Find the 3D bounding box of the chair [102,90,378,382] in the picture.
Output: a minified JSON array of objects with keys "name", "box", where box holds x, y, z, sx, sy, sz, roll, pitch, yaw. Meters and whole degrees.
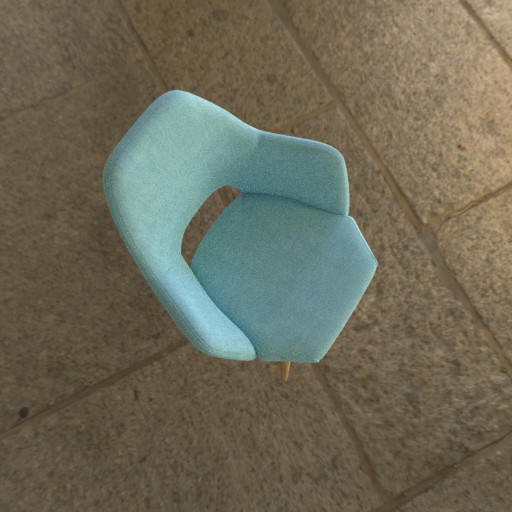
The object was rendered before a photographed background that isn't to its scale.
[{"name":"chair","box":[0.000,0.000,1.255,0.610,0.840,0.590,33,78,8]}]
